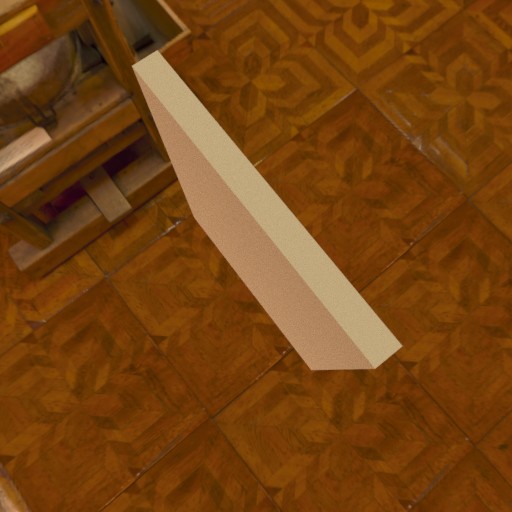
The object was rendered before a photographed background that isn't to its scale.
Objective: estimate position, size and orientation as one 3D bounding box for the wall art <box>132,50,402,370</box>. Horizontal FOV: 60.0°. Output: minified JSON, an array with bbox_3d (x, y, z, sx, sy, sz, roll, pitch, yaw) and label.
[{"bbox_3d":[0.000,0.000,0.767,0.039,0.553,0.451,-36,78,-9],"label":"wall art"}]
